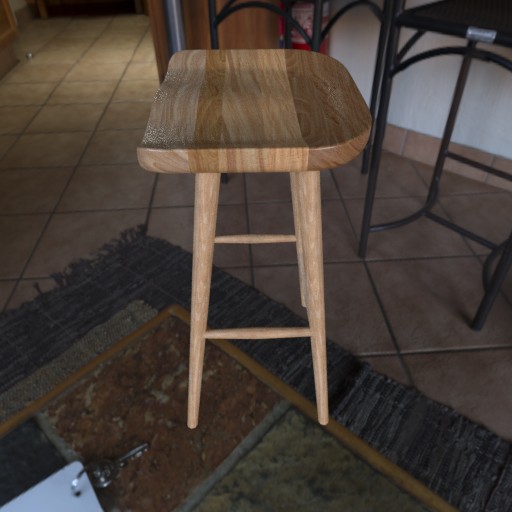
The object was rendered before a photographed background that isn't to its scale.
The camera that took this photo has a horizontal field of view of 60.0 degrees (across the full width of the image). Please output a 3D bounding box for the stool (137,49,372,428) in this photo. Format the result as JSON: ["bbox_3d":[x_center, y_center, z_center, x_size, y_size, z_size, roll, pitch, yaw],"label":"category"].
[{"bbox_3d":[0.000,0.000,0.924,0.322,0.698,0.407,-1,41,-1],"label":"stool"}]
